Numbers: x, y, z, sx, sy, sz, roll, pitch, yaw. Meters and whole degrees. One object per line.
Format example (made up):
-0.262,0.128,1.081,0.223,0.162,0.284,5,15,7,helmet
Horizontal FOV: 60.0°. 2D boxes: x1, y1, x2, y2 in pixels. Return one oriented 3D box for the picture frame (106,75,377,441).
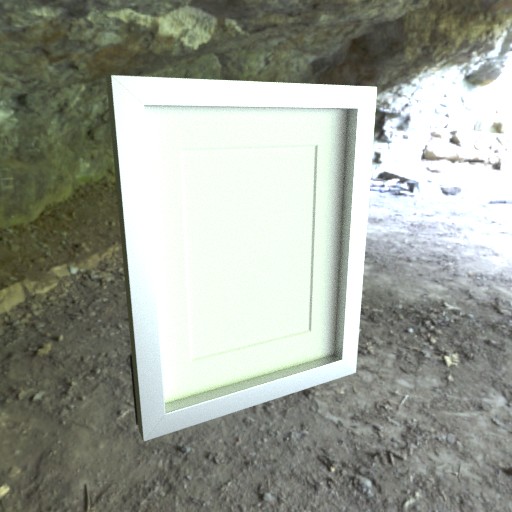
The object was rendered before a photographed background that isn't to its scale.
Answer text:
0.000,0.000,0.529,0.307,0.386,0.036,-9,19,-27,picture frame
